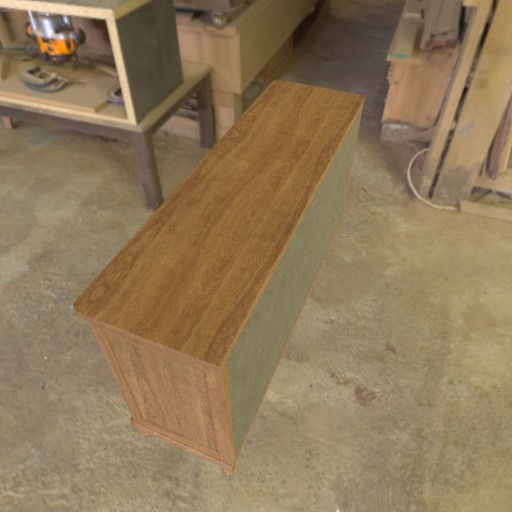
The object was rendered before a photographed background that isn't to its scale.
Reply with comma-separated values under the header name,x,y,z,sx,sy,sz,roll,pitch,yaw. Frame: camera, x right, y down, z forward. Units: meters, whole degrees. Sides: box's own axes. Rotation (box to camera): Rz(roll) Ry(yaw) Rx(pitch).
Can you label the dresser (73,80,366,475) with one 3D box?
name,x,y,z,sx,sy,sz,roll,pitch,yaw
dresser,0.000,0.000,1.997,0.468,0.892,1.583,17,48,16
